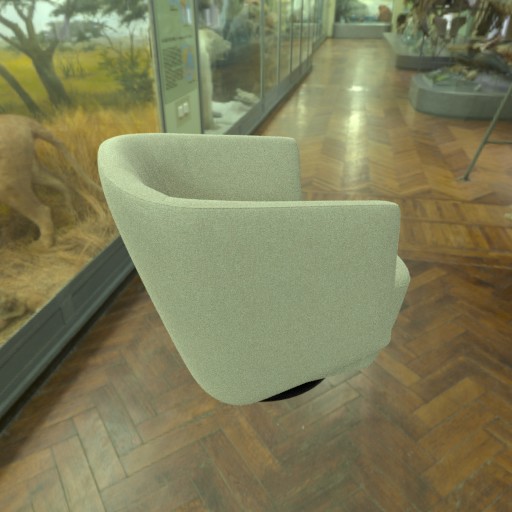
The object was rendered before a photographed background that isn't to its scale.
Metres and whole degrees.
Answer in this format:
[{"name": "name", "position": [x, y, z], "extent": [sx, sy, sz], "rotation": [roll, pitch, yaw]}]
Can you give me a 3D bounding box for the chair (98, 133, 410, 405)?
[{"name": "chair", "position": [0.000, 0.000, 1.642], "extent": [0.986, 0.861, 0.822], "rotation": [-9, 31, -16]}]
